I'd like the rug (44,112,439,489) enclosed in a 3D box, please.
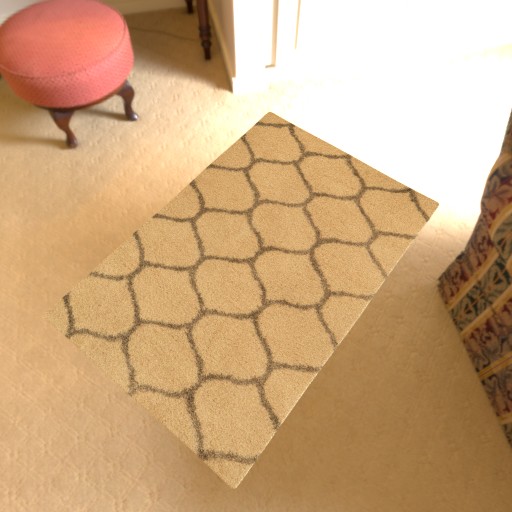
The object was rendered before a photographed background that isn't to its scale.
[{"bbox_3d":[0.000,0.000,3.453,1.801,0.026,2.701,34,65,18],"label":"rug"}]
